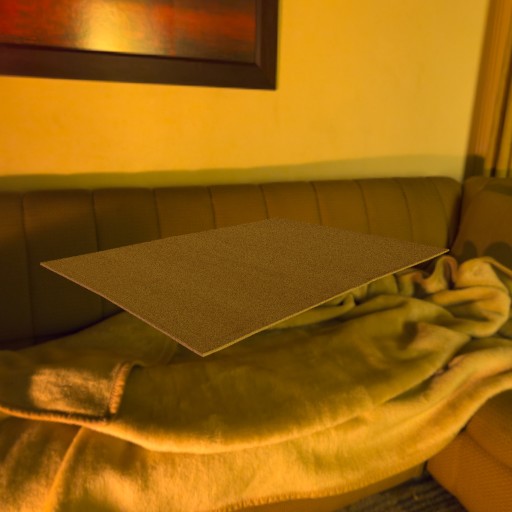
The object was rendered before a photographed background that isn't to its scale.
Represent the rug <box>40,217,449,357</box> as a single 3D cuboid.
[{"bbox_3d":[0.000,0.000,4.320,3.202,0.045,2.434,-15,22,-42],"label":"rug"}]
